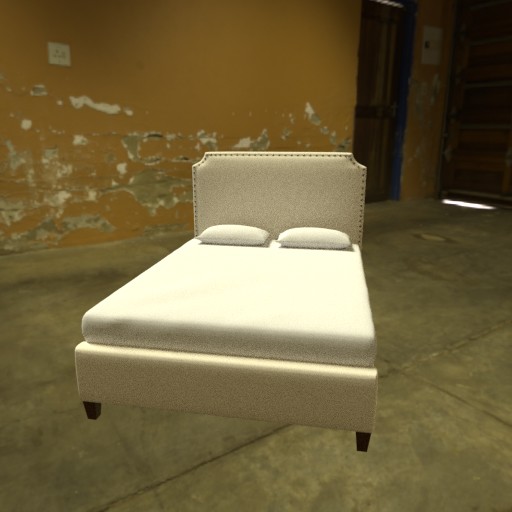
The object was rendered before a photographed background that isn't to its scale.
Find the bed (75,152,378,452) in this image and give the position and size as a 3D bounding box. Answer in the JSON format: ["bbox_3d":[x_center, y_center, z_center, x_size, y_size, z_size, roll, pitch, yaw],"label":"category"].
[{"bbox_3d":[0.000,0.000,3.413,1.712,1.497,2.372,3,15,10],"label":"bed"}]
